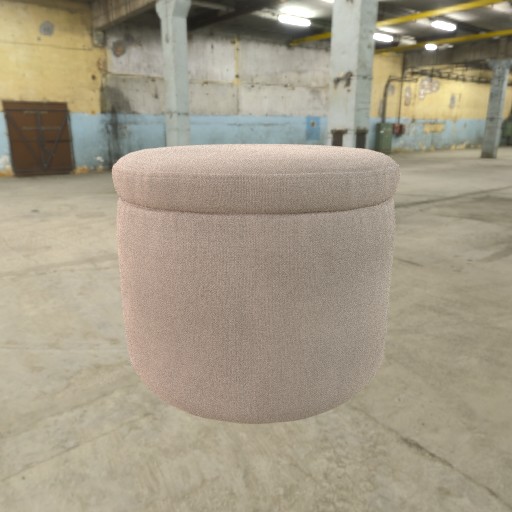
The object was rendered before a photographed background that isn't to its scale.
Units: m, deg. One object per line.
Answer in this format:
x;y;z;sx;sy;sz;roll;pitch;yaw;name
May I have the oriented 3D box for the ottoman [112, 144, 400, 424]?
0.000;0.000;0.840;0.497;0.409;0.497;0;16;0;ottoman
